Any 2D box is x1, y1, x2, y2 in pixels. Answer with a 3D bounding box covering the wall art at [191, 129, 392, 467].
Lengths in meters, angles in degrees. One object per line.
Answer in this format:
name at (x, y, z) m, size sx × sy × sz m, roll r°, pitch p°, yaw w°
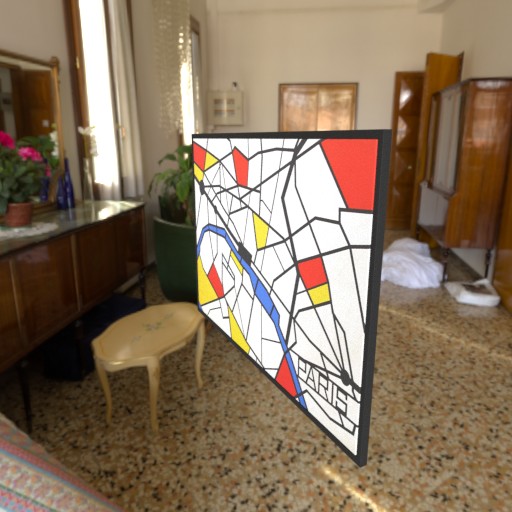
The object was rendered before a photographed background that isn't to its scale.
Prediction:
wall art at (0.000, 0.000, 0.853) m, size 0.013 × 0.458 × 0.664 m, roll -8°, pitch 17°, yaw -26°
